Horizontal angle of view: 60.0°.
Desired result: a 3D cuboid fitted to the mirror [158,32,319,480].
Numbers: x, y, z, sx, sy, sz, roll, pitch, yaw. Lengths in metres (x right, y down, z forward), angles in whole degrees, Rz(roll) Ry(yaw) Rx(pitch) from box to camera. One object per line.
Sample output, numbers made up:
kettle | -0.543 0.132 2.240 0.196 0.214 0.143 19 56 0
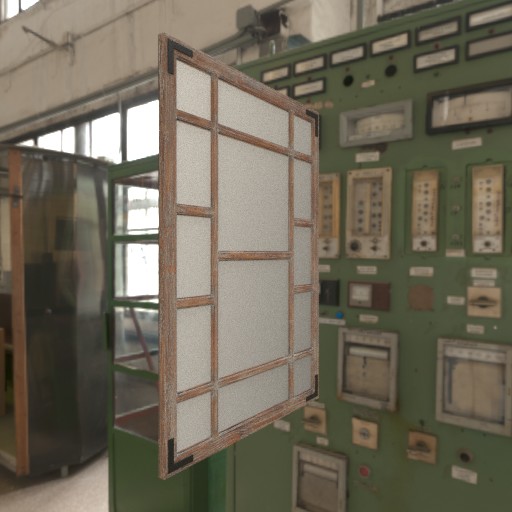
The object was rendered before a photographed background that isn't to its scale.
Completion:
mirror | 0.000 0.000 1.271 0.025 0.996 0.705 0 0 37
